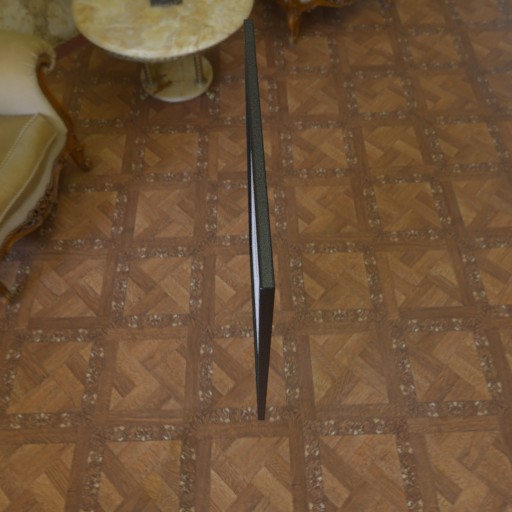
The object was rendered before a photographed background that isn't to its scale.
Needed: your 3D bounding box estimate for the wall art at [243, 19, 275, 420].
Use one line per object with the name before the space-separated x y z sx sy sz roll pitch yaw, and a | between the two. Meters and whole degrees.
wall art | 0.000 0.000 0.859 0.016 0.657 0.480 -2 59 -2
